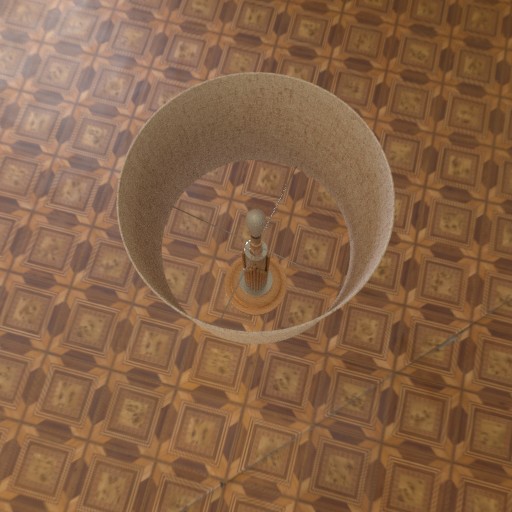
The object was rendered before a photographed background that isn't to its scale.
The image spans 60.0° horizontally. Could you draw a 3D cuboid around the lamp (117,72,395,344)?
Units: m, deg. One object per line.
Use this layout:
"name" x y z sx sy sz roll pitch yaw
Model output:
"lamp" 0.000 0.000 0.808 0.321 0.610 0.321 -17 77 -4
